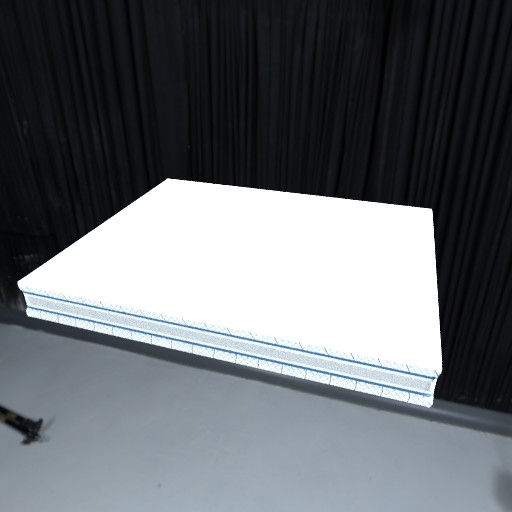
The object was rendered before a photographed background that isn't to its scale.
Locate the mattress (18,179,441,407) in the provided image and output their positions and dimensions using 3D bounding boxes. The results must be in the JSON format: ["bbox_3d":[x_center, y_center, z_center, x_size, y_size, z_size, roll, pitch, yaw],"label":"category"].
[{"bbox_3d":[0.000,0.000,2.663,2.000,0.230,1.600,9,31,15],"label":"mattress"}]
